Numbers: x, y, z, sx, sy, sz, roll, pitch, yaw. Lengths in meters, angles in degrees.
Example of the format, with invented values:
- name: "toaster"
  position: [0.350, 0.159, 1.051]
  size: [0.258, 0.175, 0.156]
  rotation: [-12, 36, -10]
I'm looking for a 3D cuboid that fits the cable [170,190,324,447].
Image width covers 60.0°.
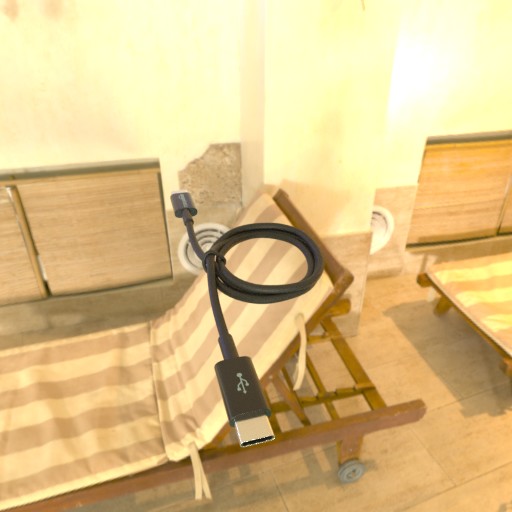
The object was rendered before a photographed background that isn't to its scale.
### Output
- name: "cable"
  position: [0.000, 0.000, 0.226]
  size: [0.070, 0.014, 0.203]
  rotation: [-8, 32, -13]
